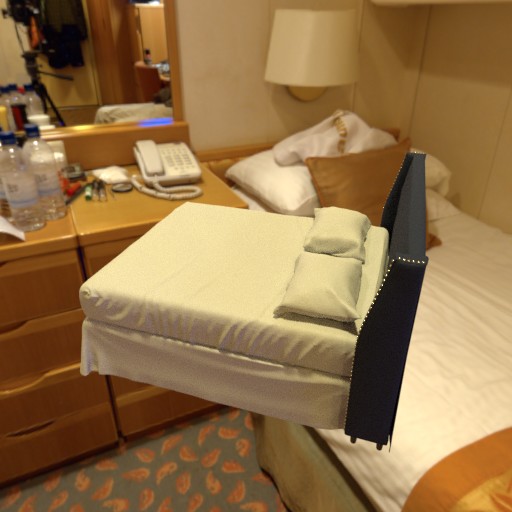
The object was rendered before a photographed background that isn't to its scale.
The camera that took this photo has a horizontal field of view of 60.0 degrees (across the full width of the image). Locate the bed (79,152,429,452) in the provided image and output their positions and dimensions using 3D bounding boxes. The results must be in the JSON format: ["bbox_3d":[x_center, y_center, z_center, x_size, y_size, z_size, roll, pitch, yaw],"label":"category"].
[{"bbox_3d":[0.000,0.000,3.391,2.276,1.332,1.925,9,30,16],"label":"bed"}]
